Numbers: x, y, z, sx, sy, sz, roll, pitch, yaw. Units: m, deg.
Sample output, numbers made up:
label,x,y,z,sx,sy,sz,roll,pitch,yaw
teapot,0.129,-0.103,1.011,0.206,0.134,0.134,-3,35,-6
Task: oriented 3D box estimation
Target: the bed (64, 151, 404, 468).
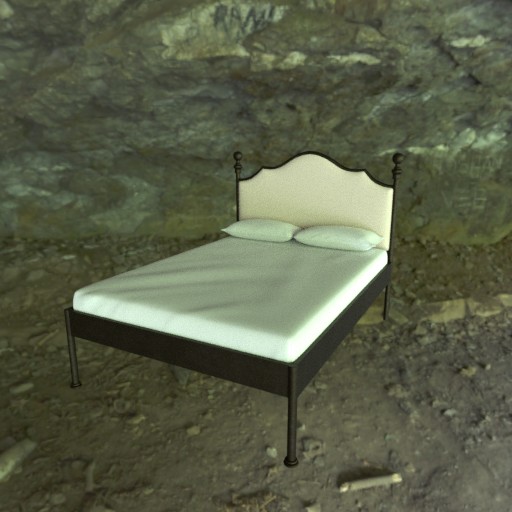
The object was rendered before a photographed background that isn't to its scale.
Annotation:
label,x,y,z,sx,sy,sz,roll,pitch,yaw
bed,0.000,0.000,3.315,1.642,1.499,2.224,8,16,27
